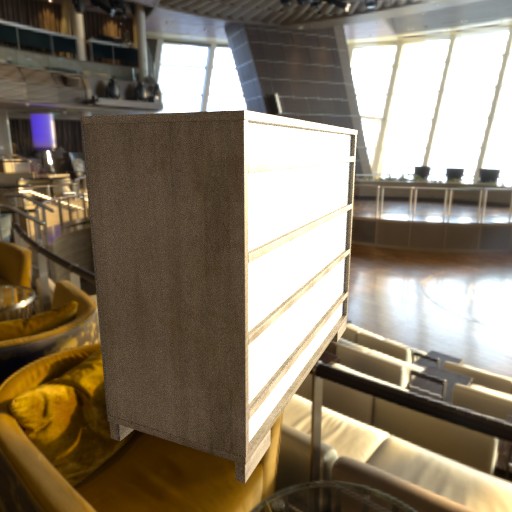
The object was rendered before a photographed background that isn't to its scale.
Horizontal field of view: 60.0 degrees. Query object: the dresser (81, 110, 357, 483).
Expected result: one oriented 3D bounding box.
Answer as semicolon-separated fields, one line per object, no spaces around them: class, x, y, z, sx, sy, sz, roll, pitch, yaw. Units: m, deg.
dresser;0.000;0.000;1.438;0.404;0.816;0.994;6;15;24
